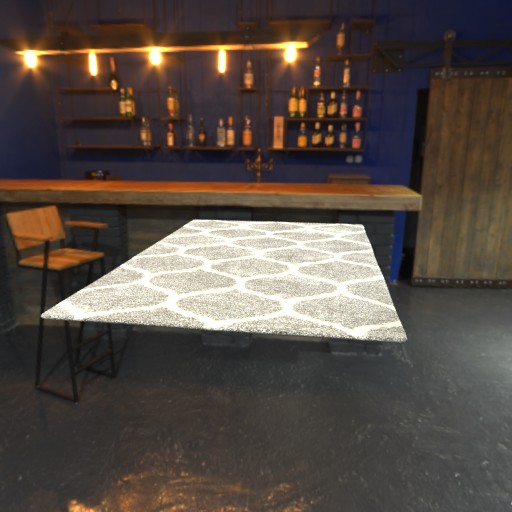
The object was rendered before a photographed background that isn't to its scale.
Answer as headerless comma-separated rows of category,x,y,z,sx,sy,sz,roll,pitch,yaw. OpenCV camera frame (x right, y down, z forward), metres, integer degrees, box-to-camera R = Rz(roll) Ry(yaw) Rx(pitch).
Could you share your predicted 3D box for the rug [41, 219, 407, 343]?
rug,0.000,0.000,3.397,1.801,0.026,2.701,2,15,9
